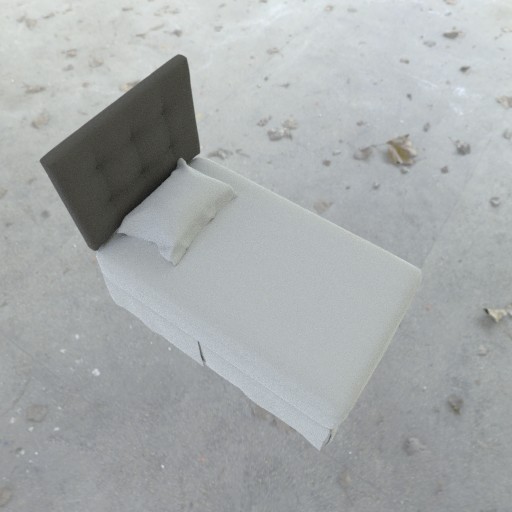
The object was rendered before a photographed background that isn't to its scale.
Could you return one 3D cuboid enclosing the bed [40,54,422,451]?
[{"bbox_3d":[0.000,0.000,2.898,1.997,1.571,1.261,30,62,18],"label":"bed"}]
